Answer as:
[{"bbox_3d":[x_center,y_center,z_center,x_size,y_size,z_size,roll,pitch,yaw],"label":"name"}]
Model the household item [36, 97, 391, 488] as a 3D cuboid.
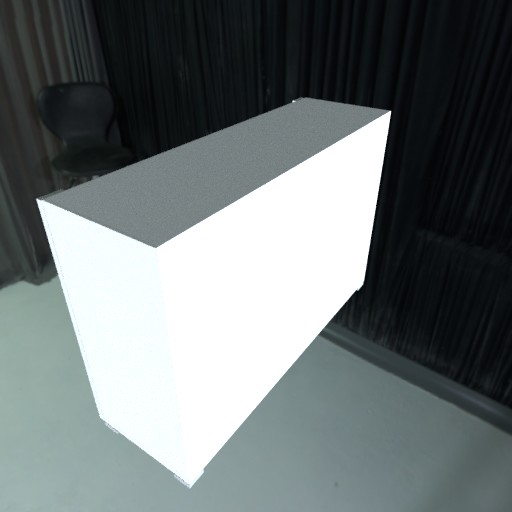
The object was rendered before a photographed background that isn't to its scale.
[{"bbox_3d":[0.000,0.000,1.679,0.420,0.867,1.300,21,38,29],"label":"household item"}]
